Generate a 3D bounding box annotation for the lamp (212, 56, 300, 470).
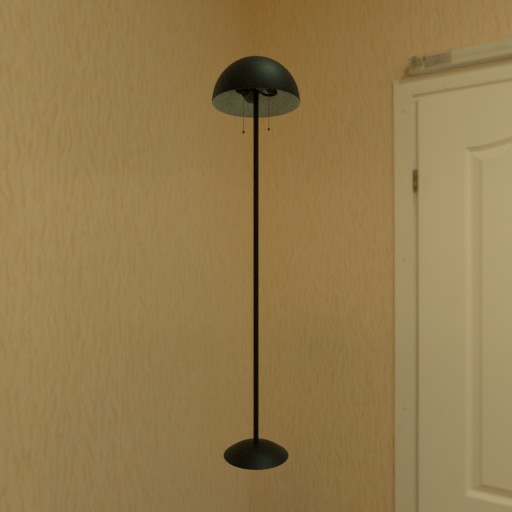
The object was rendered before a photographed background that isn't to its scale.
[{"bbox_3d":[0.000,0.000,1.653,0.328,1.480,0.328,0,0,0],"label":"lamp"}]
